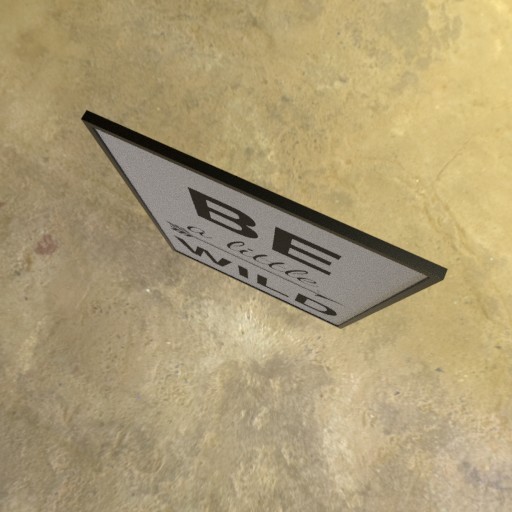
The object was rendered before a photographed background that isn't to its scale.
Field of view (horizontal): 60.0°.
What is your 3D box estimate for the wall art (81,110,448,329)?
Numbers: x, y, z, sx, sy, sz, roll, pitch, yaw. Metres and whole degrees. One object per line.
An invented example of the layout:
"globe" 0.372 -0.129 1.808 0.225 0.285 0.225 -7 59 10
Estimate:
"wall art" 0.000 0.000 0.772 0.442 0.582 0.013 25 77 6
